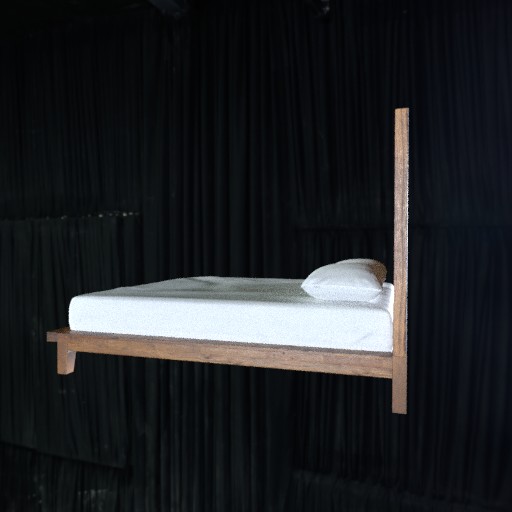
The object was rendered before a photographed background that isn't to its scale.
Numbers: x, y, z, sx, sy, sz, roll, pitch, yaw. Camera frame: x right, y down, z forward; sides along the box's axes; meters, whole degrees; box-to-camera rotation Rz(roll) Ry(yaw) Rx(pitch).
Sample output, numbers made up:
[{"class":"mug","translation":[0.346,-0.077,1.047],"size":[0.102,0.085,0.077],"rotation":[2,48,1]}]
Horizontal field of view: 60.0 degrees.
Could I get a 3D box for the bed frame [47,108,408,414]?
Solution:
[{"class":"bed frame","translation":[0.000,0.000,3.530],"size":[2.235,1.537,2.038],"rotation":[0,1,17]}]
